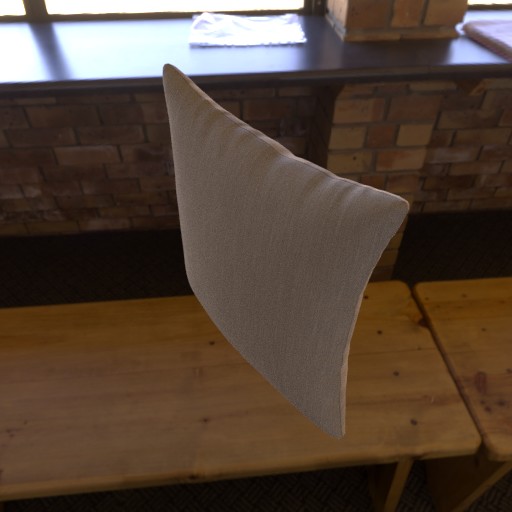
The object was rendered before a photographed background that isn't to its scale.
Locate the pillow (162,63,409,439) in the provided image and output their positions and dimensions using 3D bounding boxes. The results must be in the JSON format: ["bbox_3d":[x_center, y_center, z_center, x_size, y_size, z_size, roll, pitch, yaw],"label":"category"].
[{"bbox_3d":[0.000,0.000,0.765,0.161,0.509,0.511,-27,49,-26],"label":"pillow"}]
